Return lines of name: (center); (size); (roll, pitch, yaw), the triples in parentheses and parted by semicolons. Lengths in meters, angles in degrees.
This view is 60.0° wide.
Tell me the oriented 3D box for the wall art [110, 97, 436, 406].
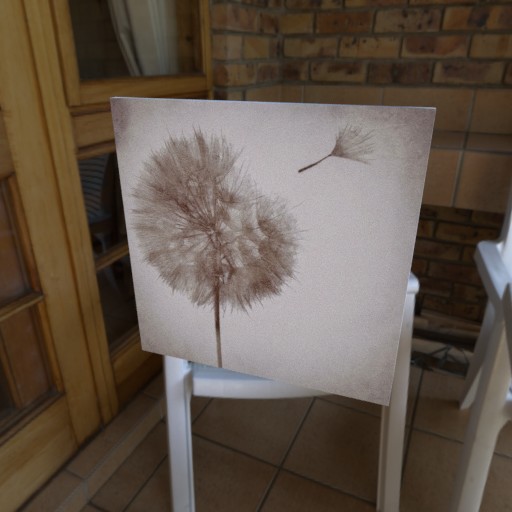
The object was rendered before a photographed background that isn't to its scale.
wall art: (0.000, 0.000, 1.158); (0.762, 0.762, 0.027); (8, 26, 17)
